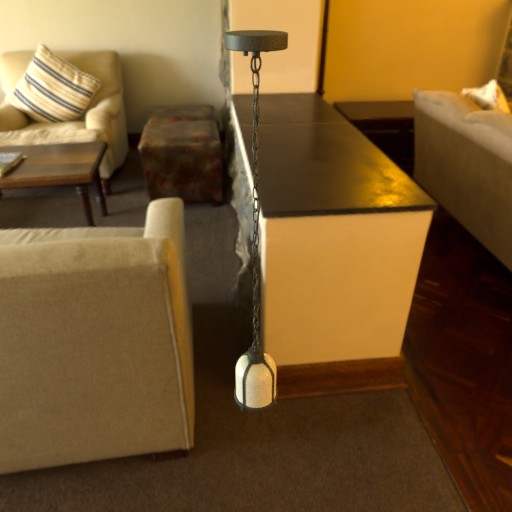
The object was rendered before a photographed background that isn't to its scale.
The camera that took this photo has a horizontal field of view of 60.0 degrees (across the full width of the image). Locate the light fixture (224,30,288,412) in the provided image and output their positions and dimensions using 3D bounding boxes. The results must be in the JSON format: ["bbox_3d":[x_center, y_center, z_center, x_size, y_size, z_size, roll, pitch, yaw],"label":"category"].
[{"bbox_3d":[0.000,0.000,1.309,0.178,1.181,0.178,20,36,29],"label":"light fixture"}]
